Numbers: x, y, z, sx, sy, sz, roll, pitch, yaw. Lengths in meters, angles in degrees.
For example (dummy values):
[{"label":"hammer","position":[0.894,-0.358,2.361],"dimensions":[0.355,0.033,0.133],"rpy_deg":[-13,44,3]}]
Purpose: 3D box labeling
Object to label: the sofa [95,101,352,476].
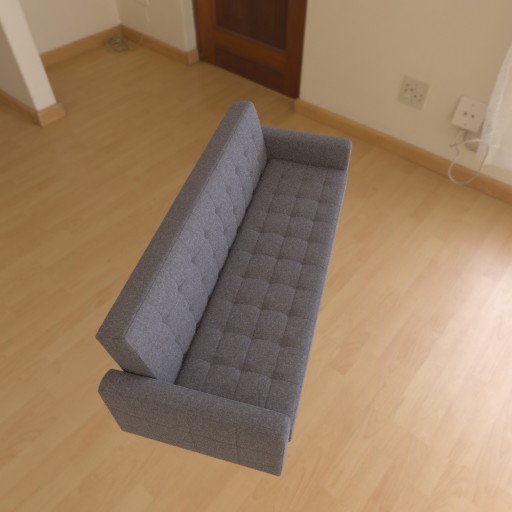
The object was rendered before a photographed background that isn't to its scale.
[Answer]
[{"label":"sofa","position":[0.000,0.000,2.483],"dimensions":[0.810,0.850,2.040],"rpy_deg":[12,50,10]}]
